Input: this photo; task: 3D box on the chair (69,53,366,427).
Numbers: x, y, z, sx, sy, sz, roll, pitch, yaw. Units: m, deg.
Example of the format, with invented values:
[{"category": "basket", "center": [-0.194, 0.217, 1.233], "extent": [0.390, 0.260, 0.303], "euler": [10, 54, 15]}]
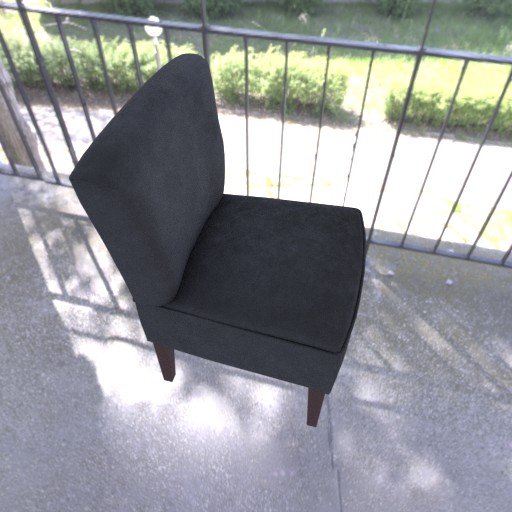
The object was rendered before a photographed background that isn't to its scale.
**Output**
[{"category": "chair", "center": [0.000, 0.000, 1.149], "extent": [0.554, 0.806, 0.521], "euler": [10, 47, 10]}]
